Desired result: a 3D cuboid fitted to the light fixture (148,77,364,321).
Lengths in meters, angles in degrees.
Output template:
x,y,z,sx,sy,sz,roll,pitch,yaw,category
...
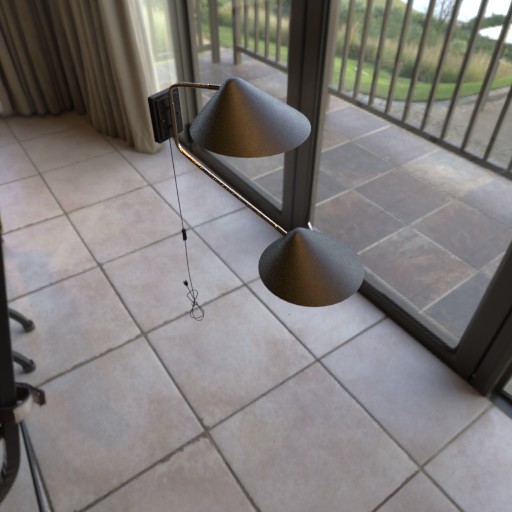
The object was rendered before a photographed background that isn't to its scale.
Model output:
x,y,z,sx,sy,sz,roll,pitch,yaw,category
0.000,0.000,0.857,0.422,0.665,0.189,26,49,26,light fixture
